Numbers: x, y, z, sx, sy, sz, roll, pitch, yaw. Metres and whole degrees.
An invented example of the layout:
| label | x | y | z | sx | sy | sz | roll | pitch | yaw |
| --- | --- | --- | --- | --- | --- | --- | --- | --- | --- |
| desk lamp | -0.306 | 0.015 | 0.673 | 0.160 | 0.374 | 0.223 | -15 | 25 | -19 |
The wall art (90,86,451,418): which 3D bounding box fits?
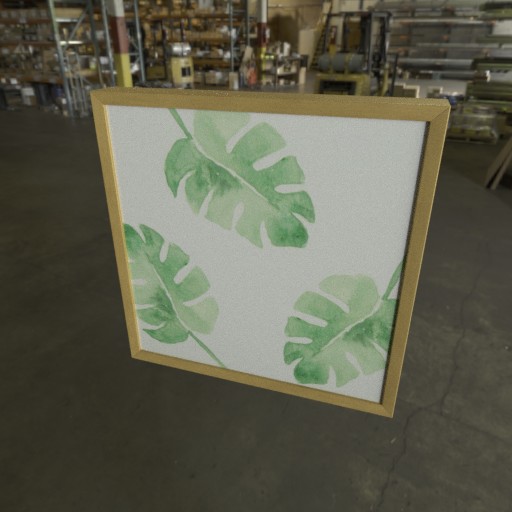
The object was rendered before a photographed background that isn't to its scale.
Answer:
| label | x | y | z | sx | sy | sz | roll | pitch | yaw |
| --- | --- | --- | --- | --- | --- | --- | --- | --- | --- |
| wall art | 0.000 | 0.000 | 0.442 | 0.305 | 0.305 | 0.038 | 8 | 28 | 16 |
